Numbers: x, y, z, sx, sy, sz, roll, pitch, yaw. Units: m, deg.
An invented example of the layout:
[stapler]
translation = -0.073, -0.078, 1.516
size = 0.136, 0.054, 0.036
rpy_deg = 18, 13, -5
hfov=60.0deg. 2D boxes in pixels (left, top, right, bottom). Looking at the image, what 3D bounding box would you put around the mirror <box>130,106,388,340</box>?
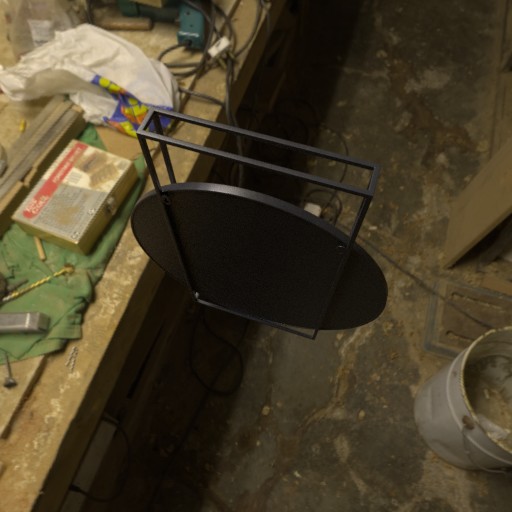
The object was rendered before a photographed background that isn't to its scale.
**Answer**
[mirror]
translation = 0.000, 0.000, 0.835
size = 0.508, 0.603, 0.051
rpy_deg = 17, 64, 8
